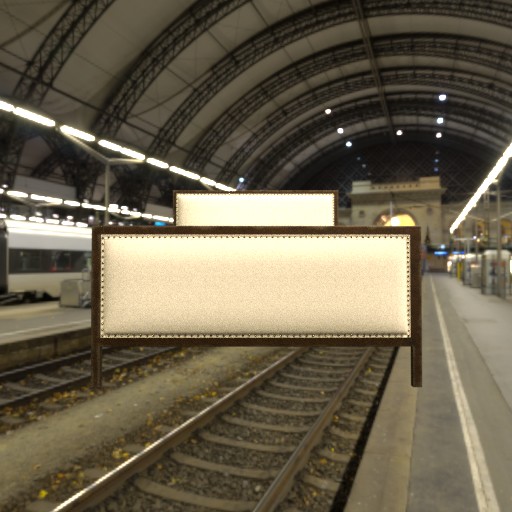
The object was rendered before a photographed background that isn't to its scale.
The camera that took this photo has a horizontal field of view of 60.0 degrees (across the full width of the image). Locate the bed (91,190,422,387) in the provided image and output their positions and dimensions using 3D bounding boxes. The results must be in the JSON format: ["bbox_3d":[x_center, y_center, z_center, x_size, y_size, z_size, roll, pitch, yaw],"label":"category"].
[{"bbox_3d":[0.000,0.000,3.226,1.607,1.313,2.221,0,-1,0],"label":"bed"}]
